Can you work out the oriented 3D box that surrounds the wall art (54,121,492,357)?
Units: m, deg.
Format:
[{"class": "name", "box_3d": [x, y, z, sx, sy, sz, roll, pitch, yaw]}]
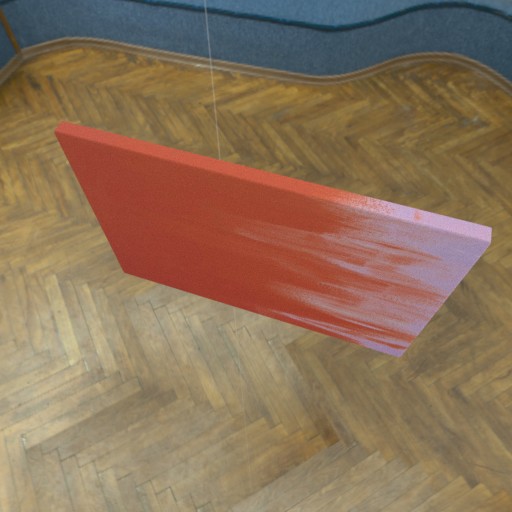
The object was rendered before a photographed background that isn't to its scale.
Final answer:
[{"class": "wall art", "box_3d": [0.000, 0.000, 1.145, 0.913, 0.609, 0.040, 16, 59, 10]}]
